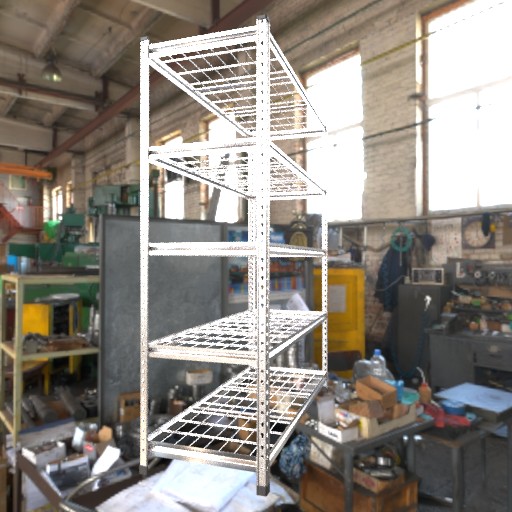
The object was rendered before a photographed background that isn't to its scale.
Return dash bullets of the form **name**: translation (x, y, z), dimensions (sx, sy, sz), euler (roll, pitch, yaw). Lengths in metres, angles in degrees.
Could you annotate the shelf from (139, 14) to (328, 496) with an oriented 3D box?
- **shelf**: translation (0.000, 0.000, 2.637), dimensions (0.610, 1.981, 1.524), euler (0, 0, 19)
